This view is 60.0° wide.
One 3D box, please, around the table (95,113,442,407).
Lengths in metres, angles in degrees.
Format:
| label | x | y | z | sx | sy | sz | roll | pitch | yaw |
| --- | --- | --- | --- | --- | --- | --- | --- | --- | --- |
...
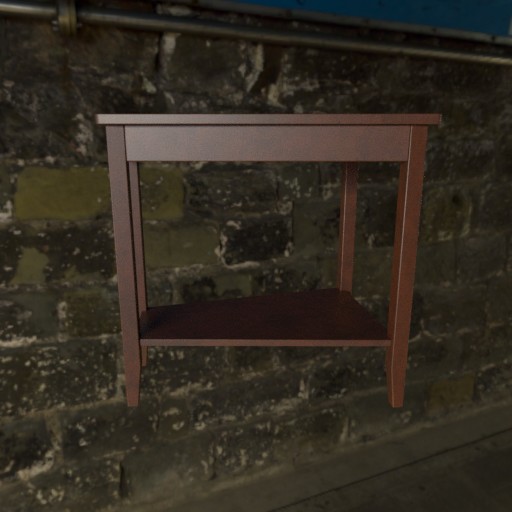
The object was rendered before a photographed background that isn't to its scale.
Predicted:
| label | x | y | z | sx | sy | sz | roll | pitch | yaw |
| --- | --- | --- | --- | --- | --- | --- | --- | --- | --- |
| table | 0.000 | 0.000 | 0.995 | 0.605 | 0.589 | 0.399 | -2 | 14 | -8 |
